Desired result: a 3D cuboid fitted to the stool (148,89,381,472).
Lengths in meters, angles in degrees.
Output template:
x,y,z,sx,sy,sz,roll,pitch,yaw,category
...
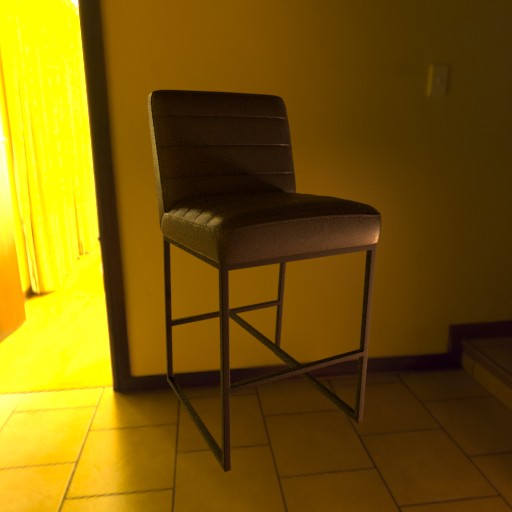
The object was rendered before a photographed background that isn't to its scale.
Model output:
x,y,z,sx,sy,sz,roll,pitch,yaw,category
0.000,0.000,1.290,0.457,0.938,0.552,-8,17,-27,stool
